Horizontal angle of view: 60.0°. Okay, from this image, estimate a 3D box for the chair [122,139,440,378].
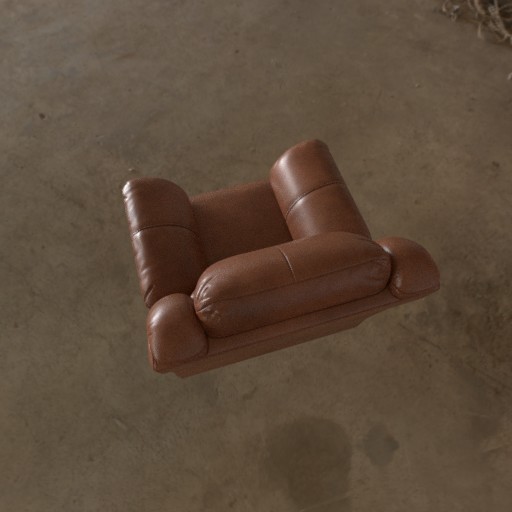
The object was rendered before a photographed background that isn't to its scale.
[{"bbox_3d":[0.000,0.000,1.900,0.990,1.093,1.041,-15,60,-9],"label":"chair"}]
